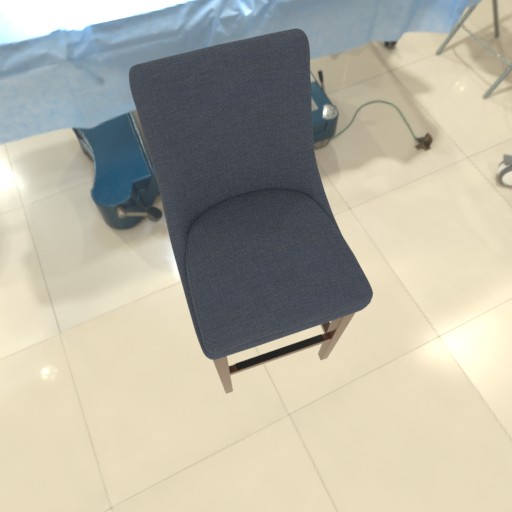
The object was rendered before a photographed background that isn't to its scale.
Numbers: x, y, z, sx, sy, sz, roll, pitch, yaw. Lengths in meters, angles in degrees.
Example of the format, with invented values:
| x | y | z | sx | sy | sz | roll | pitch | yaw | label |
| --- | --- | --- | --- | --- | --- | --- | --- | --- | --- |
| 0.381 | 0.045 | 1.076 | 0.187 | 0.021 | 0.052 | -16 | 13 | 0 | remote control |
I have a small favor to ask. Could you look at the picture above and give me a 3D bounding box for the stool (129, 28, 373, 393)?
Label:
| x | y | z | sx | sy | sz | roll | pitch | yaw | label |
| --- | --- | --- | --- | --- | --- | --- | --- | --- | --- |
| 0.000 | 0.000 | 1.346 | 0.470 | 1.078 | 0.577 | -17 | 64 | -9 | stool |
